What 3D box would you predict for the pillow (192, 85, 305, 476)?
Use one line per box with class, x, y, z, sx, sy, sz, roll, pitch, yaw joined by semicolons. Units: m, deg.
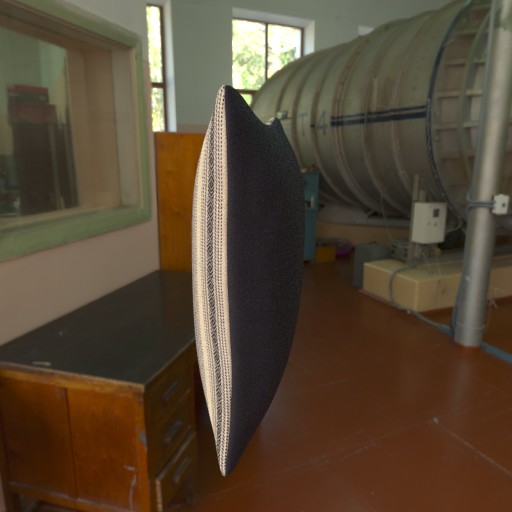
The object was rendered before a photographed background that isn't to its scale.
pillow;0.000;0.000;0.792;0.166;0.508;0.520;2;13;8
